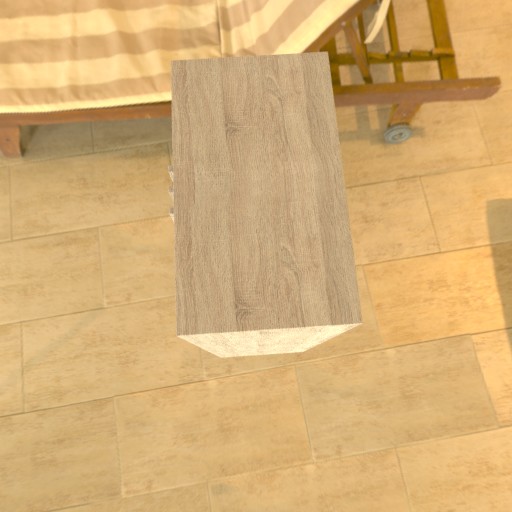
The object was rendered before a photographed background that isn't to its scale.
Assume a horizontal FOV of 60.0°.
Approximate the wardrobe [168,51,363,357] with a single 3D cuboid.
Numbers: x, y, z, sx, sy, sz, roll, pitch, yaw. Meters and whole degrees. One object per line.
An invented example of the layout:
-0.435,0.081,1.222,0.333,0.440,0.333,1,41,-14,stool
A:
0.000,0.000,2.448,0.600,1.960,1.000,-4,75,-1,wardrobe
